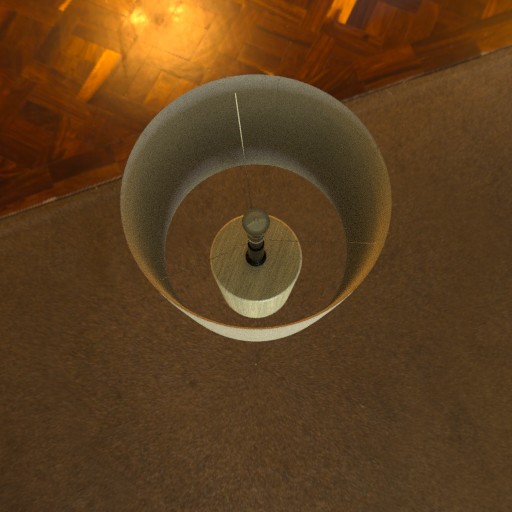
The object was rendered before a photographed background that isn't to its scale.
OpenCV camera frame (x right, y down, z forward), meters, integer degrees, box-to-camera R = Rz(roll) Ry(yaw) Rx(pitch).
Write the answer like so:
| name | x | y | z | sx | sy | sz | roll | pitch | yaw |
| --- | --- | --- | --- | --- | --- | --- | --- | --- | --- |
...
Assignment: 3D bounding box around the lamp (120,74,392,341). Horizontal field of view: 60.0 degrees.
| name | x | y | z | sx | sy | sz | roll | pitch | yaw |
| --- | --- | --- | --- | --- | --- | --- | --- | --- | --- |
| lamp | 0.000 | 0.000 | 0.585 | 0.228 | 0.444 | 0.228 | 19 | 77 | 5 |
